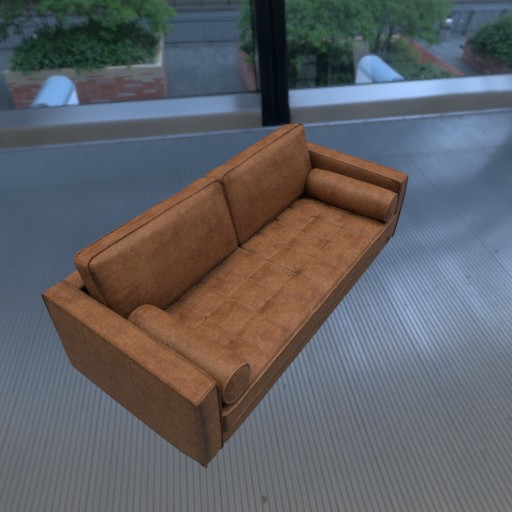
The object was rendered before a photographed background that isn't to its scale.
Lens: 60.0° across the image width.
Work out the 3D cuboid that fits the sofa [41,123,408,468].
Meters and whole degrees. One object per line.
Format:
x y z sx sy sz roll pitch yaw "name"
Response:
0.000 0.000 2.390 0.924 0.825 1.920 25 46 27 "sofa"
